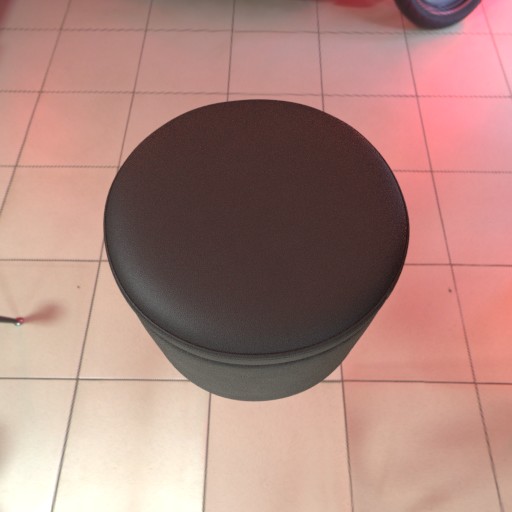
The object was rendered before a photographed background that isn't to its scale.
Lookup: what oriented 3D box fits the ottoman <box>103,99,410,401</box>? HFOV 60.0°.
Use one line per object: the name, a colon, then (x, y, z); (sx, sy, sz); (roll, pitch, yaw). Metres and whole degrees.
ottoman: (0.000, 0.000, 0.872); (0.500, 0.409, 0.500); (0, 63, 0)
